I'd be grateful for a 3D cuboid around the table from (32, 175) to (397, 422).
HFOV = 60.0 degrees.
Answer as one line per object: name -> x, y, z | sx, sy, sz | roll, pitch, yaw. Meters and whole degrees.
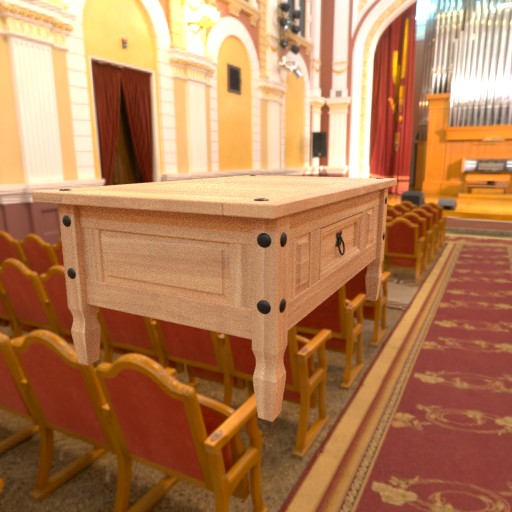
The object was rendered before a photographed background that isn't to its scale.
table -> 0.000, 0.000, 1.325 | 0.600, 0.437, 1.000 | 7, 14, 27
